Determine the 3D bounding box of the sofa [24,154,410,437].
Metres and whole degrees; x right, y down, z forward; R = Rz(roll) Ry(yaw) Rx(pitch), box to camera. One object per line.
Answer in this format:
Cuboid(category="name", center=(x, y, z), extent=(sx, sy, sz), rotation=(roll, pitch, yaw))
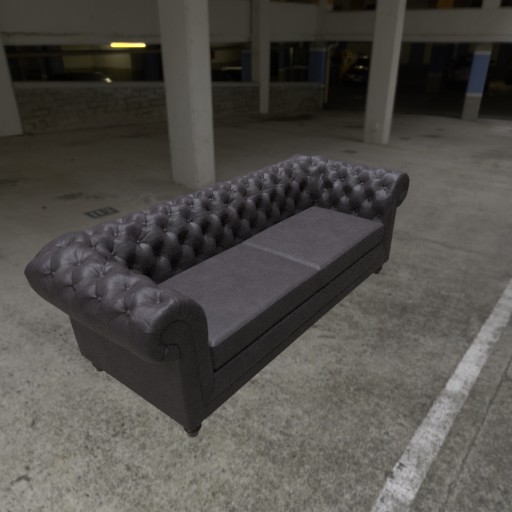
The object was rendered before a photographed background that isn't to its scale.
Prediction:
Cuboid(category="sofa", center=(0.000, 0.000, 2.701), extent=(0.944, 0.783, 2.385), rotation=(19, 32, 34))
